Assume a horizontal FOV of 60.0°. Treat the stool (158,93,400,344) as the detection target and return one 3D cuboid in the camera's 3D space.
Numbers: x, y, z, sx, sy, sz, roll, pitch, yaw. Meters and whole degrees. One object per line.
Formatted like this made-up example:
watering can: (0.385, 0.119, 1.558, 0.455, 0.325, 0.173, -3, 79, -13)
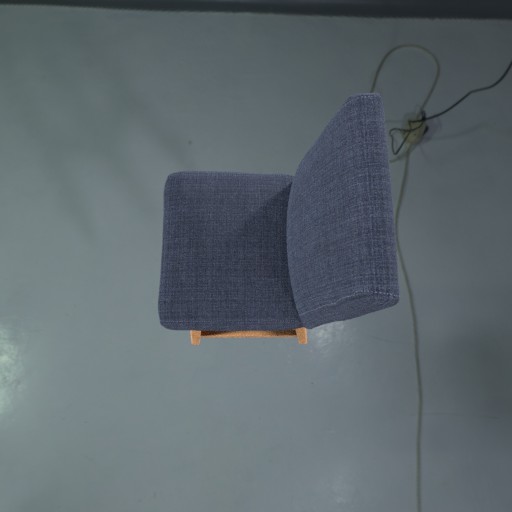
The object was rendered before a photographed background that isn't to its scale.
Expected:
stool: (0.000, 0.000, 1.317, 0.526, 1.010, 0.459, 0, 76, 0)
